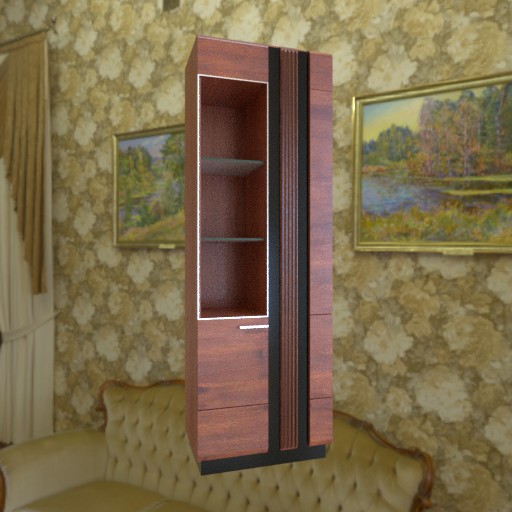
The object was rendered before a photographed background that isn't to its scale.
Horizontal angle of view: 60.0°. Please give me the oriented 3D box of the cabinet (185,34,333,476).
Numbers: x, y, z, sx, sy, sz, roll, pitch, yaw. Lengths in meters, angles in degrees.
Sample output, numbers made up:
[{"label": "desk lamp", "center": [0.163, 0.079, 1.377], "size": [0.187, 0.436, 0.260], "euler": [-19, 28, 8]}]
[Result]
[{"label": "cabinet", "center": [0.000, 0.000, 2.246], "size": [0.660, 1.980, 0.420], "euler": [0, 0, -17]}]
